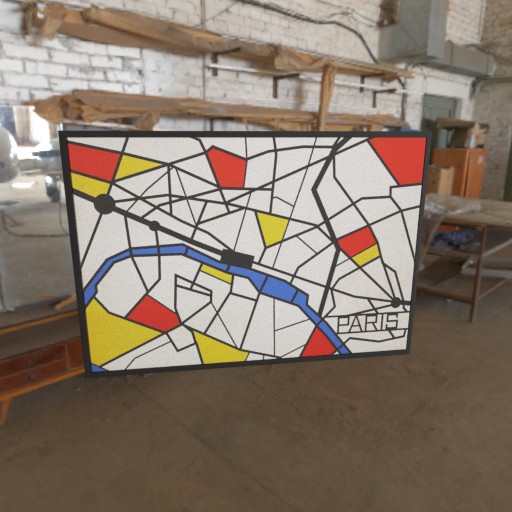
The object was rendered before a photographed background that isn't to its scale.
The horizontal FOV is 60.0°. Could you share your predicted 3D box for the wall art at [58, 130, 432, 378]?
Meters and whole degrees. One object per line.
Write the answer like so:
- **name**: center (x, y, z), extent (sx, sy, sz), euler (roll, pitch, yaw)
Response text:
- **wall art**: center (0.000, 0.000, 1.225), extent (0.963, 0.665, 0.013), euler (-2, 15, -8)
